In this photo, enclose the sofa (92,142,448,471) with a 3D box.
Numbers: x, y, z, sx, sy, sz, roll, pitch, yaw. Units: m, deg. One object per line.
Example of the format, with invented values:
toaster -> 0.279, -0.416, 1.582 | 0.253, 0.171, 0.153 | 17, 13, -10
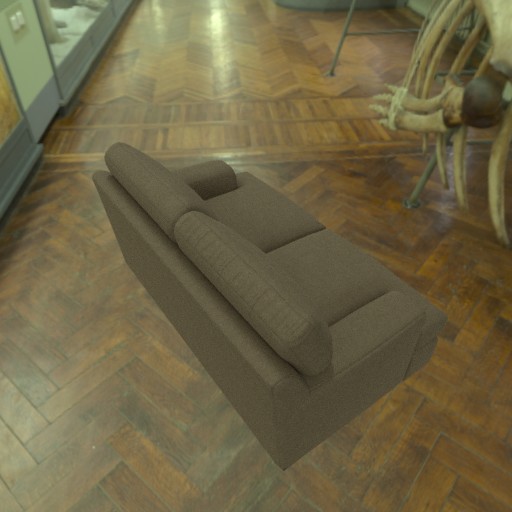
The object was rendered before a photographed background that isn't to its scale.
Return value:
sofa -> 0.000, 0.000, 2.508 | 1.140, 0.950, 1.869 | -25, 46, -26
